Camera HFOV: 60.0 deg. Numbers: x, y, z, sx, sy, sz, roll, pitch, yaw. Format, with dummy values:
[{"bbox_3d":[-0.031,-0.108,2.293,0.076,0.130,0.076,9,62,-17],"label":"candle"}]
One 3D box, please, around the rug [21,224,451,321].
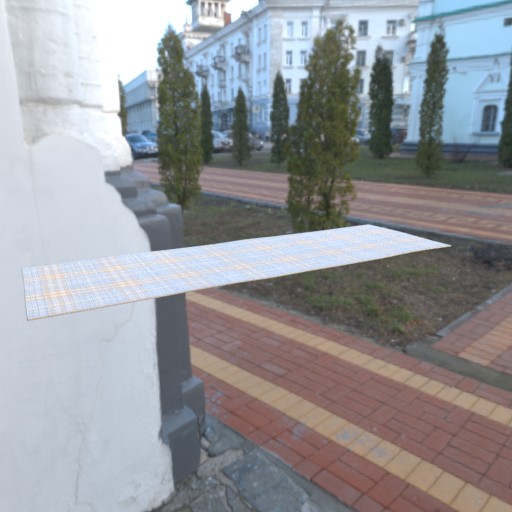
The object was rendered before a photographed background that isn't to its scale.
[{"bbox_3d":[0.000,0.000,2.606,2.439,0.013,0.762,-8,18,-27],"label":"rug"}]
